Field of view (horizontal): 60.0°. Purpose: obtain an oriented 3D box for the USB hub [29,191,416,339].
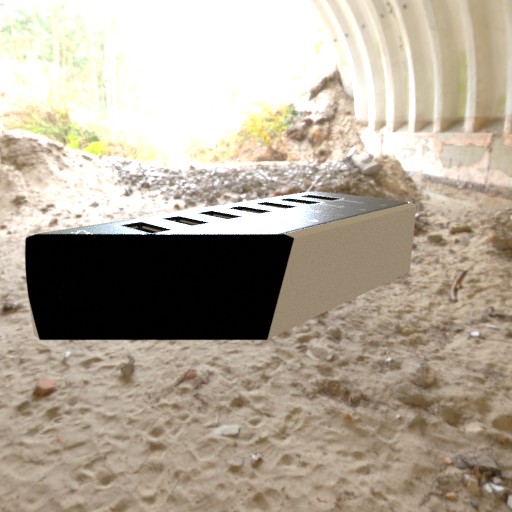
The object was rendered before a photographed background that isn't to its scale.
[{"bbox_3d":[0.000,0.000,0.125,0.044,0.023,0.110,15,21,42],"label":"USB hub"}]
